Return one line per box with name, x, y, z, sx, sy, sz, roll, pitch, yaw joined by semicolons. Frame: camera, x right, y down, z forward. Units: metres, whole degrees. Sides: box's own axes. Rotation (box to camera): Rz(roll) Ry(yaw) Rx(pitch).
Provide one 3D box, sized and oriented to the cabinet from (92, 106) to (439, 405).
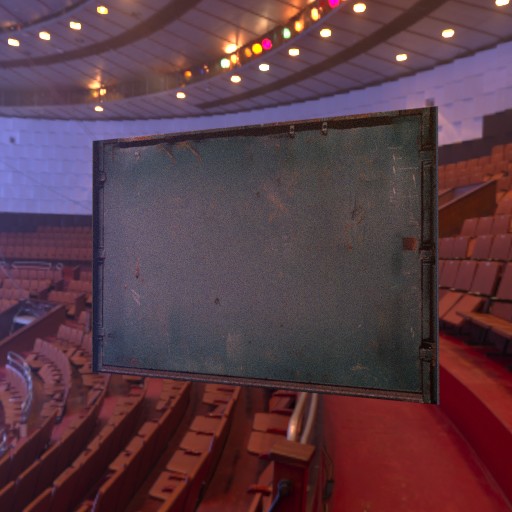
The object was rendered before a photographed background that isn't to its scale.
cabinet;0.000;0.000;3.993;3.001;2.160;0.680;0;-1;18
